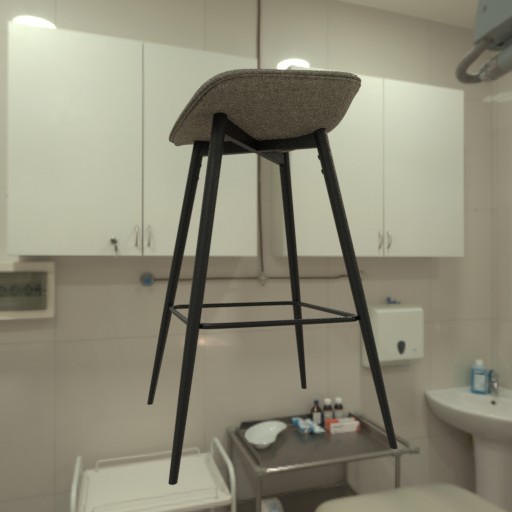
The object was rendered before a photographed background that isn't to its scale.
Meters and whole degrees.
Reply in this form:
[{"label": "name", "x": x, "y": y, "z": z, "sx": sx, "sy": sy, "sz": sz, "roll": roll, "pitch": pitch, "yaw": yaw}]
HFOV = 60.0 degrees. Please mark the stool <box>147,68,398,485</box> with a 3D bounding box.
[{"label": "stool", "x": 0.000, "y": 0.000, "z": 1.083, "sx": 0.480, "sy": 0.814, "sz": 0.469, "roll": 0, "pitch": 0, "yaw": -18}]
